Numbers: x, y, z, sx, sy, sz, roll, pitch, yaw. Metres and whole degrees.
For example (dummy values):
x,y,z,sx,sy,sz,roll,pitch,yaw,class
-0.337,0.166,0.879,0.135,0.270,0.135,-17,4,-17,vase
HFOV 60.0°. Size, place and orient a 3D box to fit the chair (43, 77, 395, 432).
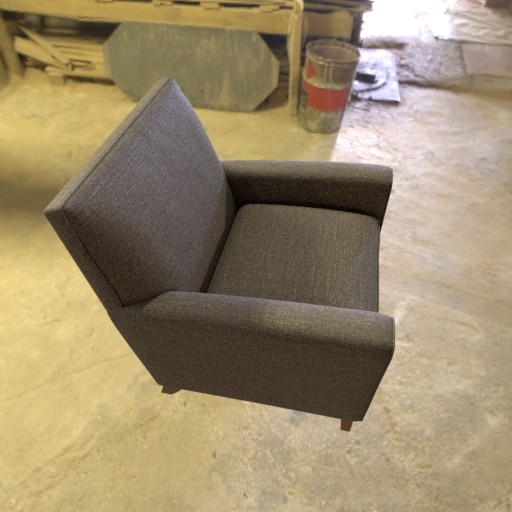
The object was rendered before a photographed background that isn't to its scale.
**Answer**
x,y,z,sx,sy,sz,roll,pitch,yaw,class
0.000,0.000,1.546,0.875,0.885,0.838,8,45,9,chair
